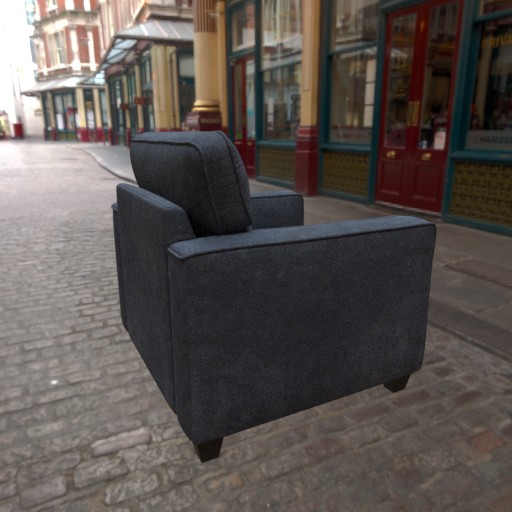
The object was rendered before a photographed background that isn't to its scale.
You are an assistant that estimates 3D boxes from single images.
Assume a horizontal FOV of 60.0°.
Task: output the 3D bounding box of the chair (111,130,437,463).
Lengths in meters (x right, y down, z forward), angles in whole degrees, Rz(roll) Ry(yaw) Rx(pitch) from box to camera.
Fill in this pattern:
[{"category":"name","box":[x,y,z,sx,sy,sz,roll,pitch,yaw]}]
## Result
[{"category":"chair","box":[0.000,0.000,1.782,0.939,0.965,1.015,-8,17,-27]}]
